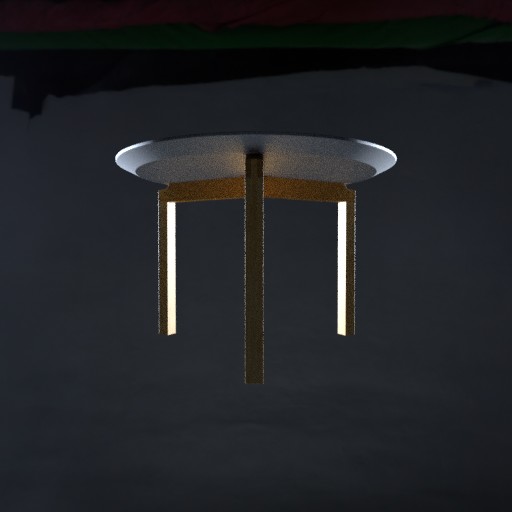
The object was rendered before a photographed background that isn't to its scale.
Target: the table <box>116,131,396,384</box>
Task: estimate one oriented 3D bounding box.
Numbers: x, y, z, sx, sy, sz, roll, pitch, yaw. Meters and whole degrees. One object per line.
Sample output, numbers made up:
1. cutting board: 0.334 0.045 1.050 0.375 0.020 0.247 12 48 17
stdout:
1. table: 0.000 0.000 0.999 0.600 0.405 0.600 0 1 0
